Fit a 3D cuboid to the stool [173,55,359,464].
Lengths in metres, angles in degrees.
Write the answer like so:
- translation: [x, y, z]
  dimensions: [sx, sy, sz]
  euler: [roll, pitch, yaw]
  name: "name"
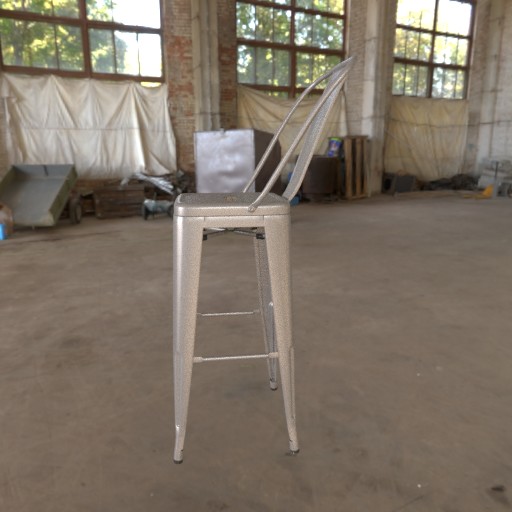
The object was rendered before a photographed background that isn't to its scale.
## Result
- translation: [0.000, 0.000, 1.321]
  dimensions: [0.513, 1.096, 0.399]
  euler: [-2, 14, -7]
  name: "stool"
